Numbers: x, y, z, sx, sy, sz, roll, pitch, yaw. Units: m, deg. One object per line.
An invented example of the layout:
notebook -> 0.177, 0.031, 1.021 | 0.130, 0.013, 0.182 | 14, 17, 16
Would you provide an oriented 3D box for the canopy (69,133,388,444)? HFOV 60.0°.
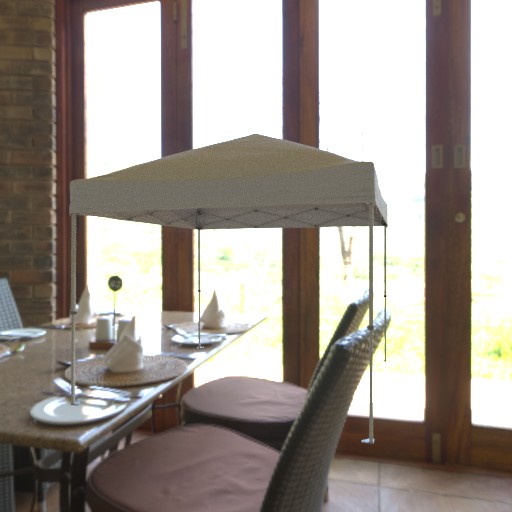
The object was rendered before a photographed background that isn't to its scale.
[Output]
canopy -> 0.000, 0.000, 5.403 | 2.998, 2.997, 2.996 | 0, 0, 18
